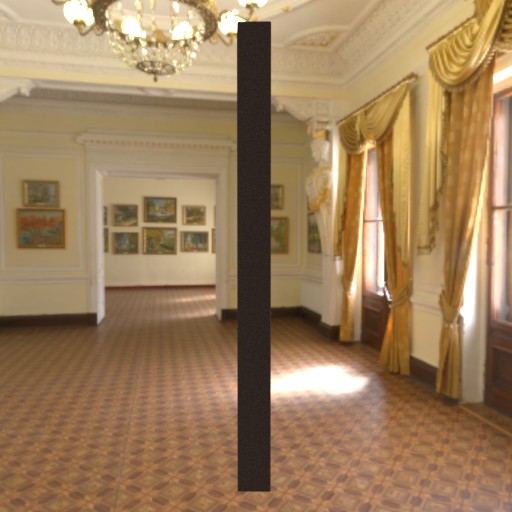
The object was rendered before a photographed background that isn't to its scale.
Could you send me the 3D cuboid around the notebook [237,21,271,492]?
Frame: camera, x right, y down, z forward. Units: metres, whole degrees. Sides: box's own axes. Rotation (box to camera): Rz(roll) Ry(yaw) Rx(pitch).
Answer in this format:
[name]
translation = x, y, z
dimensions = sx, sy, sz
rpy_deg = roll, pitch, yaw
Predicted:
[notebook]
translation = 0.000, 0.000, 0.263
dimensions = 0.016, 0.213, 0.127
rpy_deg = 0, 2, 1
